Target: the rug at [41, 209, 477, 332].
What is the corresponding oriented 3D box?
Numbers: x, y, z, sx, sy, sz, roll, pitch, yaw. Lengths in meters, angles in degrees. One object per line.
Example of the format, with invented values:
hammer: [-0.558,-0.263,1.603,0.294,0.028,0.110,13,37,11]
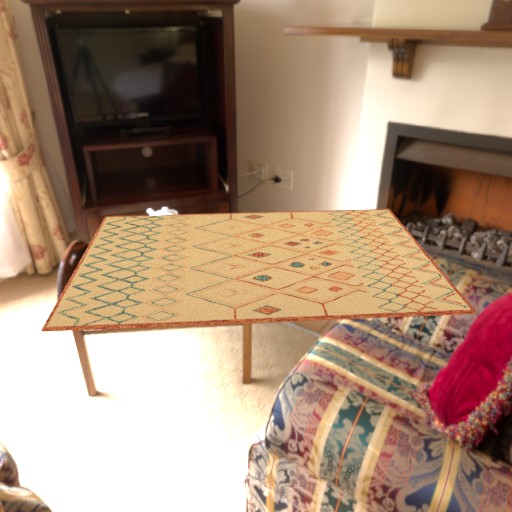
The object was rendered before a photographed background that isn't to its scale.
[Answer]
rug: [0.000,0.000,3.134,2.438,0.015,1.524,-2,29,-3]
